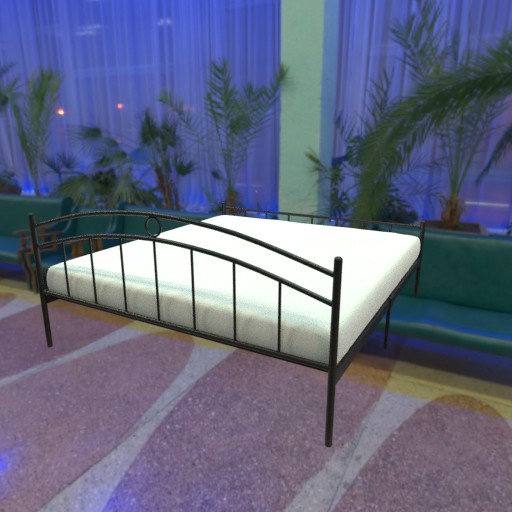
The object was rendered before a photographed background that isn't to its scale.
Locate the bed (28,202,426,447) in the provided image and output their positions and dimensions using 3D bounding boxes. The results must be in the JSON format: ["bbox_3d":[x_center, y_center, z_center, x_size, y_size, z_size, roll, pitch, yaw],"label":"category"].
[{"bbox_3d":[0.000,0.000,3.068,1.880,0.940,2.040,9,18,28],"label":"bed"}]
